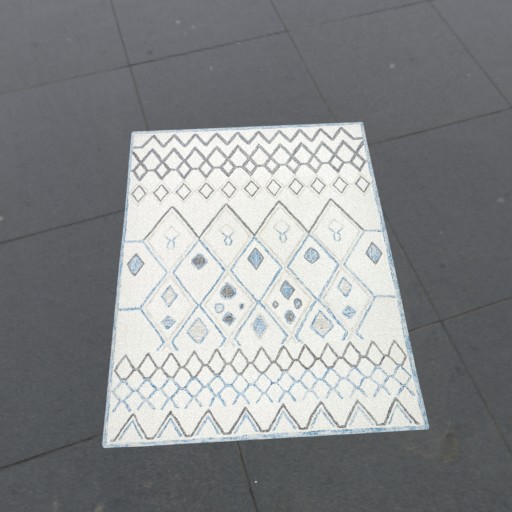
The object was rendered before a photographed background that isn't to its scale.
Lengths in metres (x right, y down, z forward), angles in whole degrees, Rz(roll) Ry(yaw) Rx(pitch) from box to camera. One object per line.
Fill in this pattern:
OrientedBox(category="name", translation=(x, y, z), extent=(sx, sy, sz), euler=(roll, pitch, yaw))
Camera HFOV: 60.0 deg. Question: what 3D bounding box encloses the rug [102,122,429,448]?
OrientedBox(category="rug", translation=(0.000, 0.000, 3.986), extent=(2.441, 0.013, 3.056), euler=(-3, 63, -1))
